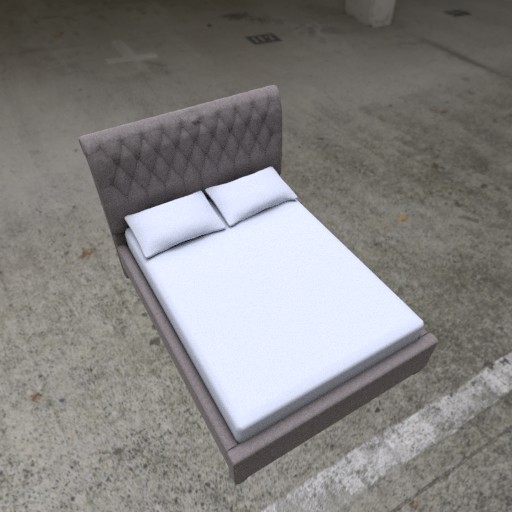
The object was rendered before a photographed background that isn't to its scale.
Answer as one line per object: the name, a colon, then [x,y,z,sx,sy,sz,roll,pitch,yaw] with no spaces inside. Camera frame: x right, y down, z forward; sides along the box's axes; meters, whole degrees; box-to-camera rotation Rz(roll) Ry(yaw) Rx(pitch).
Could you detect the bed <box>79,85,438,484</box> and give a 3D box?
bed: [0.000,0.000,3.262,1.645,1.371,2.252,-23,50,-21]
